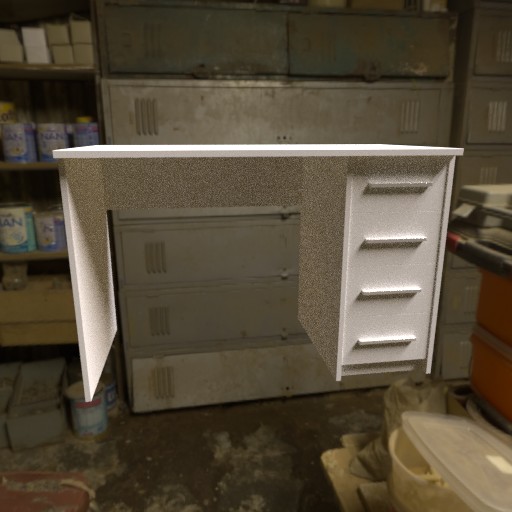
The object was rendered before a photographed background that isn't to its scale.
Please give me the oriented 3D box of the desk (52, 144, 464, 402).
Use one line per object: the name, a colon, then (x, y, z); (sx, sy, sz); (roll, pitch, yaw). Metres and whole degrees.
desk: (0.000, 0.000, 1.526); (1.096, 0.730, 0.560); (-2, 15, -8)
